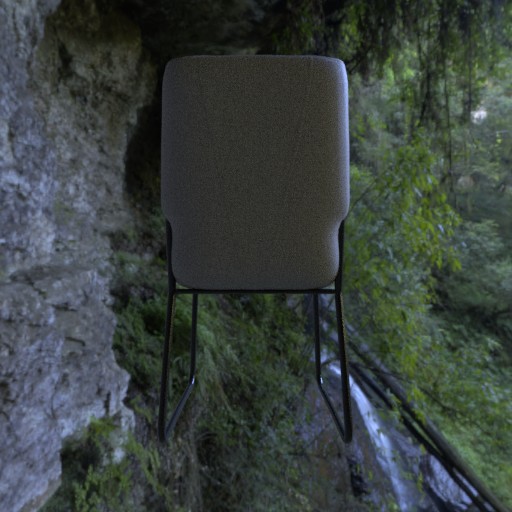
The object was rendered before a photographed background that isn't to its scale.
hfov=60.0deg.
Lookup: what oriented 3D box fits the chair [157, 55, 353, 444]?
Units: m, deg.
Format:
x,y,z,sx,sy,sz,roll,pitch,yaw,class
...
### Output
x,y,z,sx,sy,sz,roll,pitch,yaw,class
0.000,0.000,1.193,0.448,0.864,0.560,0,0,0,chair
